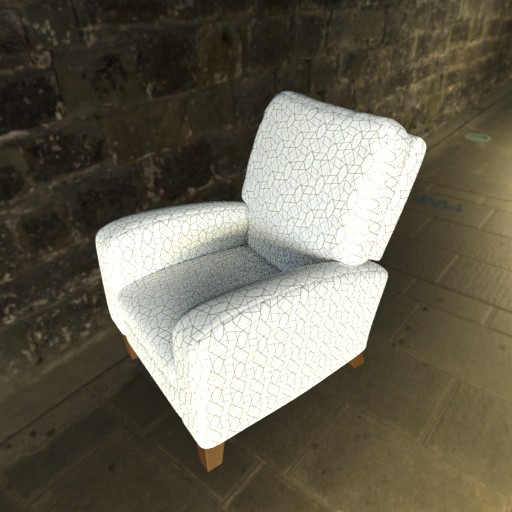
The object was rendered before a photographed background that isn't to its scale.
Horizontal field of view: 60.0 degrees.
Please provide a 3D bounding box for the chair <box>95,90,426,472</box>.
[{"bbox_3d":[0.000,0.000,1.714,0.995,1.064,0.796,-21,38,-30],"label":"chair"}]
